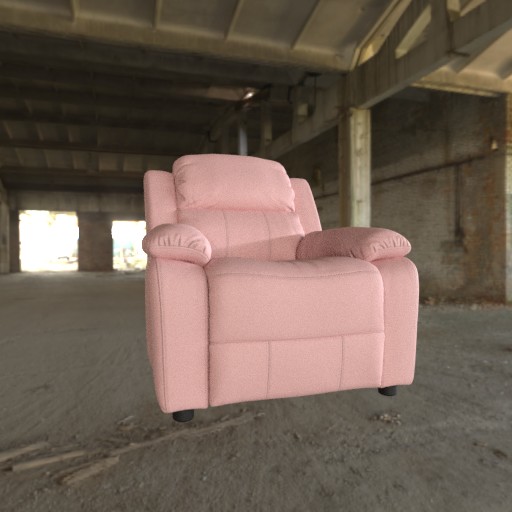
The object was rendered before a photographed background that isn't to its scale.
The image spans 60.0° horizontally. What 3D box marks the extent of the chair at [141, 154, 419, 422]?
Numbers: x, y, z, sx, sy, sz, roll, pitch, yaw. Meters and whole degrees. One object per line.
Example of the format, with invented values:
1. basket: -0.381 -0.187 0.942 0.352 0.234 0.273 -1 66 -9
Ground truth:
1. chair: 0.000 0.000 1.310 0.680 0.702 0.709 0 1 -19
